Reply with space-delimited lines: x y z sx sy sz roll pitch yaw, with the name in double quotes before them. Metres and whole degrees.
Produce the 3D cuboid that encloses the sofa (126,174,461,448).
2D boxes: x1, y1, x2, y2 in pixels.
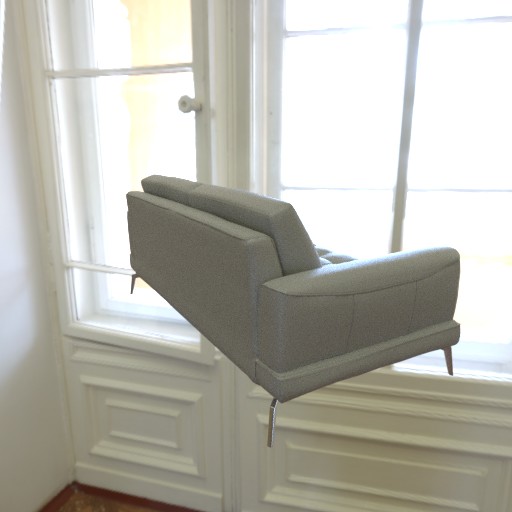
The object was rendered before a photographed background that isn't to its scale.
"sofa" 0.000 0.000 2.745 1.121 0.930 2.177 -8 17 -29
